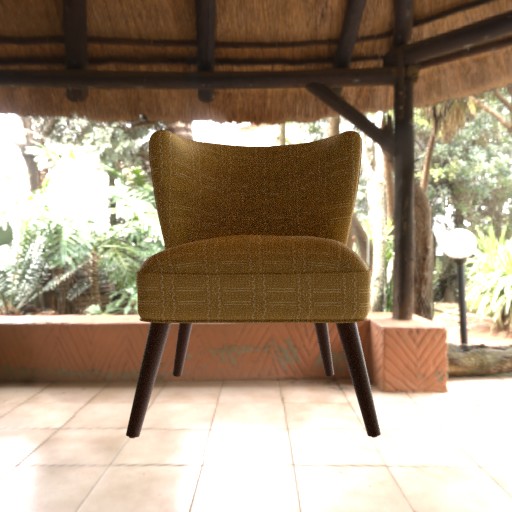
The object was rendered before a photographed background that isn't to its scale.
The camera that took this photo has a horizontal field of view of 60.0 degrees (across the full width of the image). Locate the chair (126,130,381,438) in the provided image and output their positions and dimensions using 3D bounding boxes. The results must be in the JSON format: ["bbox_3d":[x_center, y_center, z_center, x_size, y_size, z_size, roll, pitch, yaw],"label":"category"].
[{"bbox_3d":[0.000,0.000,1.422,0.706,0.866,0.758,0,0,0],"label":"chair"}]
